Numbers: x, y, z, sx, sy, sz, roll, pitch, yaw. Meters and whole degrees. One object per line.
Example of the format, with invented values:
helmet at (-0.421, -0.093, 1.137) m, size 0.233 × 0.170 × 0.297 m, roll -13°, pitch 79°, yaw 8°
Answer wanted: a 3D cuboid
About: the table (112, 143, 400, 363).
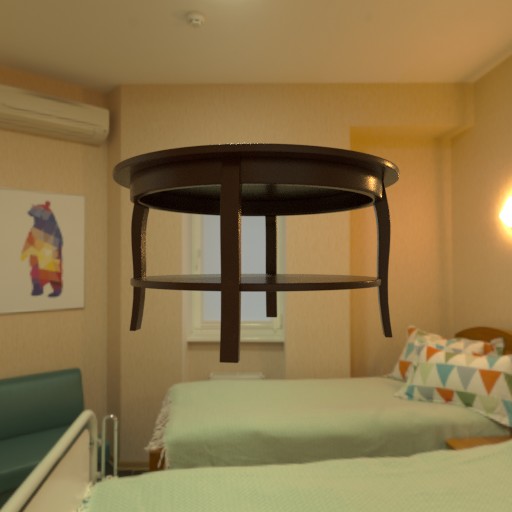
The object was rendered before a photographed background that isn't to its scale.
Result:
table at (0.000, 0.000, 1.476) m, size 0.911 × 0.512 × 0.911 m, roll 0°, pitch -1°, yaw 0°
